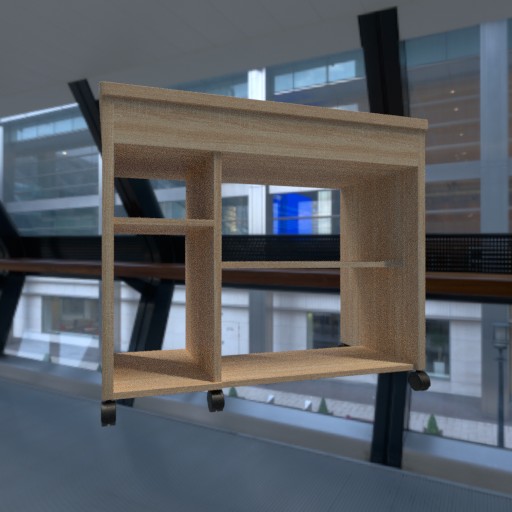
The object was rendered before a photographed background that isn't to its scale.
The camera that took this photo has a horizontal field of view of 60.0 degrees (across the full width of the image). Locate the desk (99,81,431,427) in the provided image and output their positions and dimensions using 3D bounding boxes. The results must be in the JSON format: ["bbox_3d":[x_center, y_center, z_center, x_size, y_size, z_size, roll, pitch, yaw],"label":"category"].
[{"bbox_3d":[0.000,0.000,1.333,0.884,0.770,0.480,0,0,-18],"label":"desk"}]
